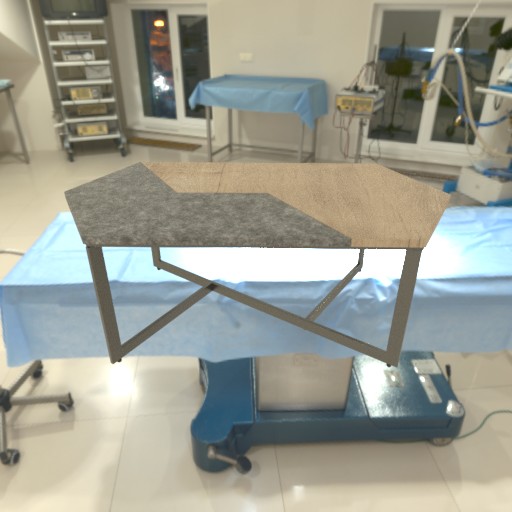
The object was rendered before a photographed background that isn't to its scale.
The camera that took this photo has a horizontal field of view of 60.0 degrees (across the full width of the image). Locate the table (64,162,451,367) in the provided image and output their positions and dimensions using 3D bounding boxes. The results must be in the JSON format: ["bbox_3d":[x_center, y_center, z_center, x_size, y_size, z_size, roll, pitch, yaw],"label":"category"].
[{"bbox_3d":[0.000,0.000,1.510,1.219,0.457,0.609,1,30,1],"label":"table"}]
